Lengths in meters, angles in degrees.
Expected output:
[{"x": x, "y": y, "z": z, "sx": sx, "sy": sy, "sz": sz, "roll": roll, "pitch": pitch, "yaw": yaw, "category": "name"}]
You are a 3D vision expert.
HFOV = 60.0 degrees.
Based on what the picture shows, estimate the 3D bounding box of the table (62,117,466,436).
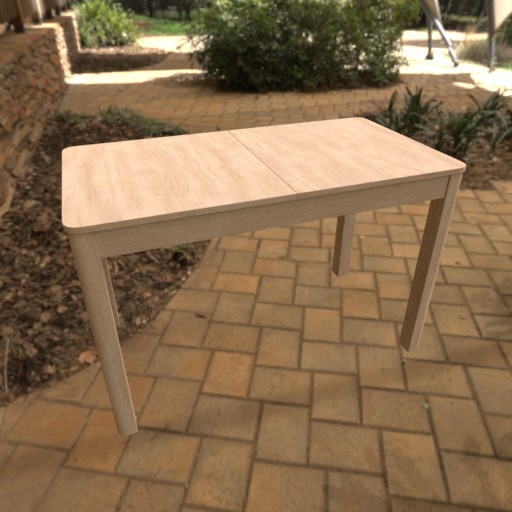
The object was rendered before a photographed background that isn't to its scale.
[{"x": 0.000, "y": 0.000, "z": 1.941, "sx": 1.400, "sy": 0.900, "sz": 0.750, "roll": -11, "pitch": 33, "yaw": -17, "category": "table"}]
